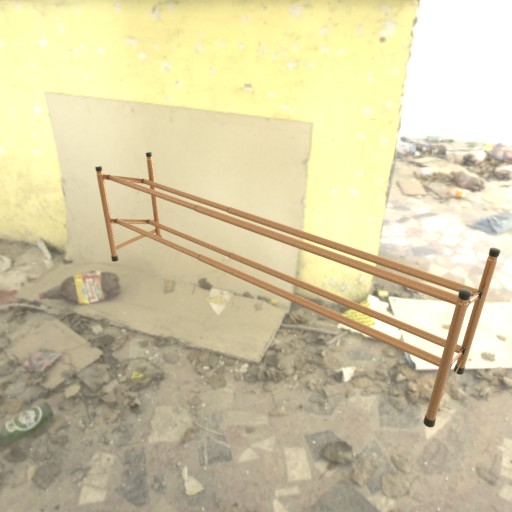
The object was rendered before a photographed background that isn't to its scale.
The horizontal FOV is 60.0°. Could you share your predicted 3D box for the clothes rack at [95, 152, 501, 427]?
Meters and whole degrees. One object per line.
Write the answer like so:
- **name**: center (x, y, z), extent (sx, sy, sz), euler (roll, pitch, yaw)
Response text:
- **clothes rack**: center (0.000, 0.000, 1.272), extent (1.168, 0.349, 0.229), euler (22, 36, 33)
